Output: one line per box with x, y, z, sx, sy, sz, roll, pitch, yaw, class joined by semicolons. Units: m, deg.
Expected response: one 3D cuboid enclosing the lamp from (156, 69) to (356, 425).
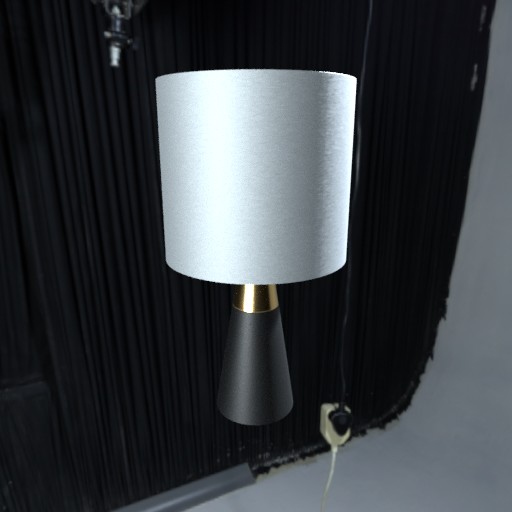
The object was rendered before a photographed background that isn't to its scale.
0.000;0.000;0.773;0.308;0.580;0.308;-8;18;-25;lamp
